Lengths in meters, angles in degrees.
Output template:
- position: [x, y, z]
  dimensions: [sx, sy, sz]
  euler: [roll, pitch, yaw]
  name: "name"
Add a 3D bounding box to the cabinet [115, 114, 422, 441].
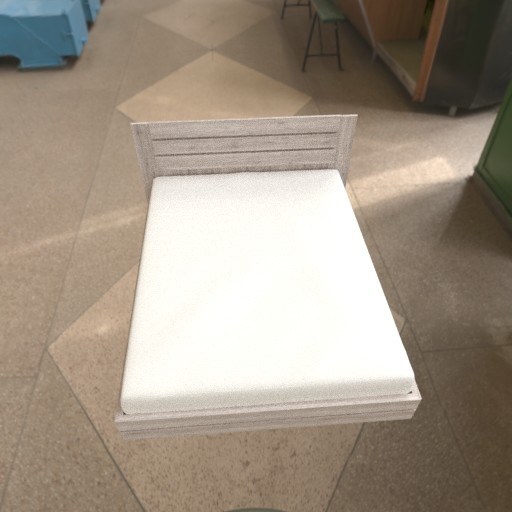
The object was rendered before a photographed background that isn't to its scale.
- position: [0.000, 0.000, 3.015]
  dimensions: [1.750, 0.970, 2.080]
  euler: [-3, 45, -3]
  name: "cabinet"
